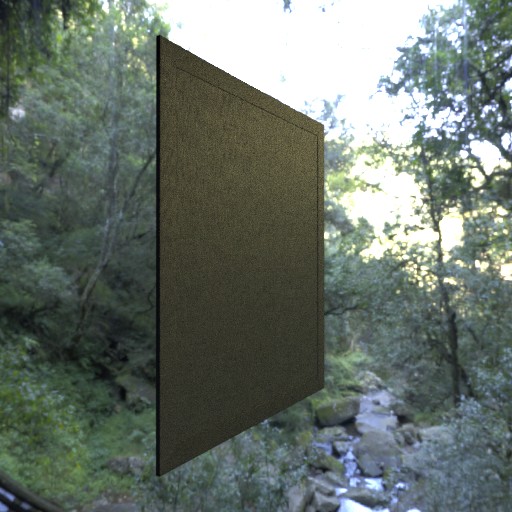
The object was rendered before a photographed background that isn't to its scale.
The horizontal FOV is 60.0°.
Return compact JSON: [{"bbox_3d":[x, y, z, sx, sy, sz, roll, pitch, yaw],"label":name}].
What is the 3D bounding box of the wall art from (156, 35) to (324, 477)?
[{"bbox_3d":[0.000,0.000,0.620,0.023,0.457,0.381,0,0,35],"label":"wall art"}]
